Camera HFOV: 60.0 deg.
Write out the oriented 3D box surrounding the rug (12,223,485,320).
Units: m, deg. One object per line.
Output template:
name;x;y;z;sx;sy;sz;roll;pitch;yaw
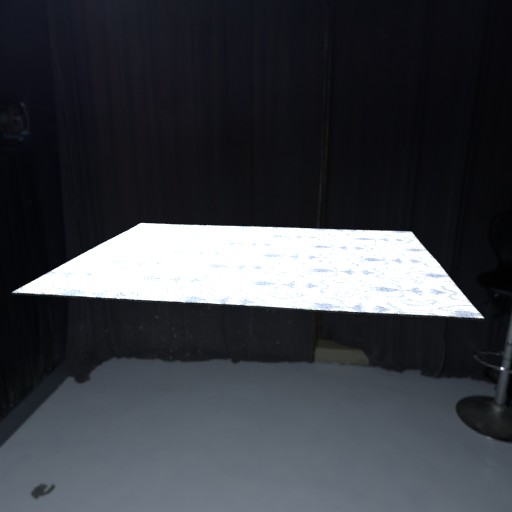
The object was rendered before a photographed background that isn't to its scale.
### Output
rug;0.000;0.000;2.872;2.261;0.013;1.676;2;17;8
